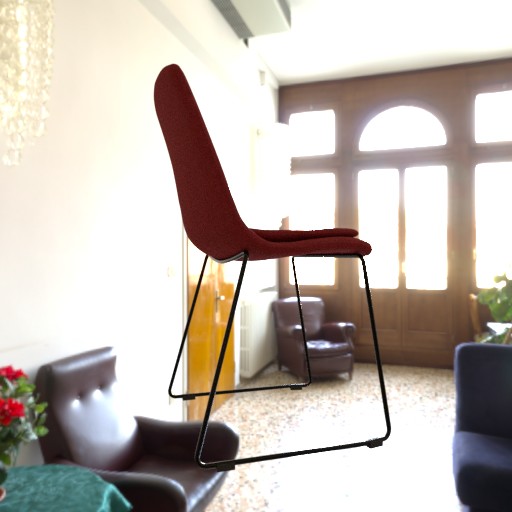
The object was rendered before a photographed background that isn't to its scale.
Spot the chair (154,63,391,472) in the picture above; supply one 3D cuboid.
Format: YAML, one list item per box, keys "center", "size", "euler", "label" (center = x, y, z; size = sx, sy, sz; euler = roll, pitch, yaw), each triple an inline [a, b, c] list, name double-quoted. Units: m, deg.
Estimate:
- center: [0.000, 0.000, 1.153]
  size: [0.518, 0.858, 0.479]
  euler: [0, 0, -18]
  label: "chair"
